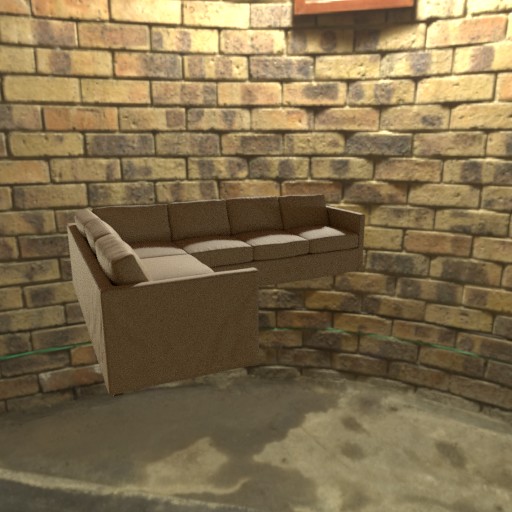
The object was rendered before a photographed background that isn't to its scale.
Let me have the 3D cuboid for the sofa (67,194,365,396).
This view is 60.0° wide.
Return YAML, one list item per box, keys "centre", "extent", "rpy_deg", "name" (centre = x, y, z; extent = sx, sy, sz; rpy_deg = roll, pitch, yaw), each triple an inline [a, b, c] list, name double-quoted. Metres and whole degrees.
- centre: [0.000, 0.000, 4.283]
  extent: [3.182, 0.871, 2.432]
  rpy_deg: [-7, 16, -26]
  name: "sofa"
